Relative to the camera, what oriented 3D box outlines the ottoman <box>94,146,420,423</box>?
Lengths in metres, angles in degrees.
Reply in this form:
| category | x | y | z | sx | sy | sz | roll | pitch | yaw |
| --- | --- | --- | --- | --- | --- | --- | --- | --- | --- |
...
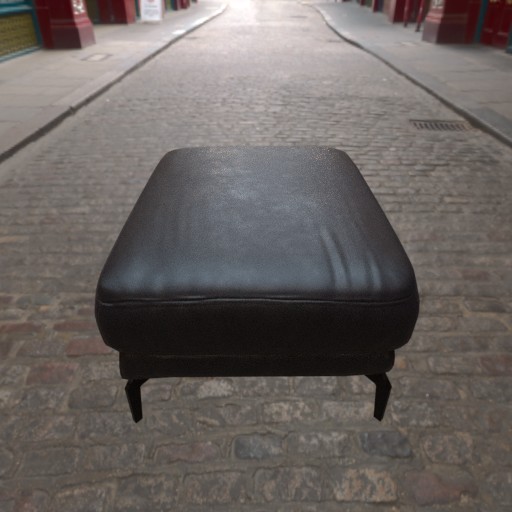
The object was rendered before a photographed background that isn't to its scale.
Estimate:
| category | x | y | z | sx | sy | sz | roll | pitch | yaw |
| --- | --- | --- | --- | --- | --- | --- | --- | --- | --- |
| ottoman | 0.000 | 0.000 | 1.110 | 0.570 | 0.402 | 0.764 | 0 | 31 | 0 |
